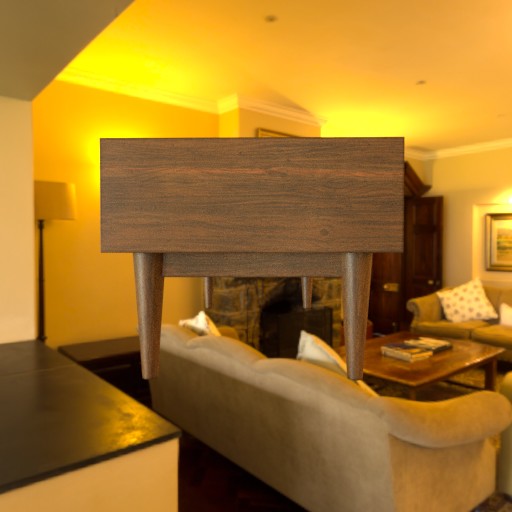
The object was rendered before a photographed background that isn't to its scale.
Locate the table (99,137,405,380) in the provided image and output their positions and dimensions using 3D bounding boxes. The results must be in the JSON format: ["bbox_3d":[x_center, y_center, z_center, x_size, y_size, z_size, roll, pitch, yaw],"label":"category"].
[{"bbox_3d":[0.000,0.000,1.503,0.610,0.508,1.221,0,2,1],"label":"table"}]
